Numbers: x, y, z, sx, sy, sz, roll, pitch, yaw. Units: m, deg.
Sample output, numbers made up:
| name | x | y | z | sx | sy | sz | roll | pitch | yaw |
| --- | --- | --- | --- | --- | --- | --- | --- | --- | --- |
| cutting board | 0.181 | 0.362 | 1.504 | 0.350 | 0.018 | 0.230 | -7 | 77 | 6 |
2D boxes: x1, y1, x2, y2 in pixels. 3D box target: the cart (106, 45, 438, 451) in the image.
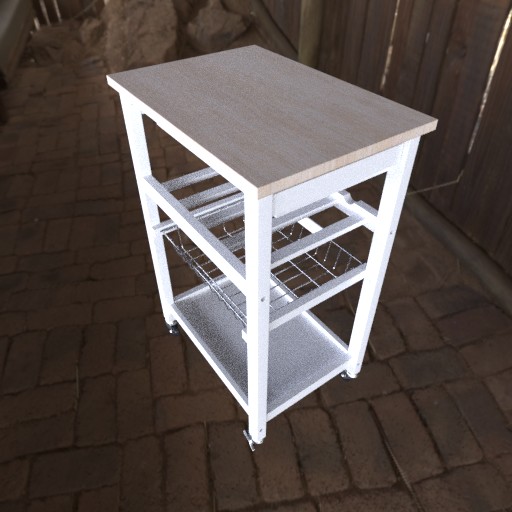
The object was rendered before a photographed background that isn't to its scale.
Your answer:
| name | x | y | z | sx | sy | sz | roll | pitch | yaw |
| --- | --- | --- | --- | --- | --- | --- | --- | --- | --- |
| cart | 0.000 | 0.000 | 1.174 | 0.406 | 0.857 | 0.578 | -25 | 46 | -26 |
